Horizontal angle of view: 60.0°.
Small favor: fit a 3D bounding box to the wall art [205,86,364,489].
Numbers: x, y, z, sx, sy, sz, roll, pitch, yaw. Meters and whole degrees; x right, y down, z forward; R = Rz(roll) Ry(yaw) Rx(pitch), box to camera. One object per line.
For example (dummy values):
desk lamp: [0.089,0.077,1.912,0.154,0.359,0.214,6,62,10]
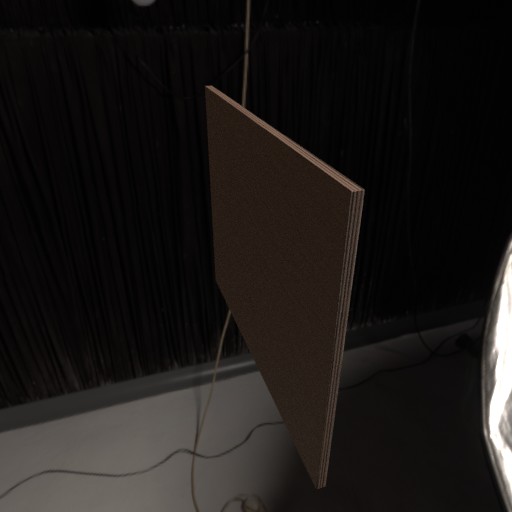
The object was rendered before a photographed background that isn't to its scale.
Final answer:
wall art: [0.000,0.000,0.671,0.013,0.406,0.508,-10,32,-16]
